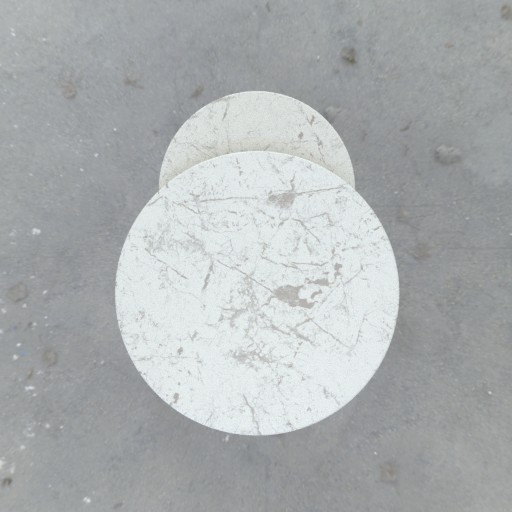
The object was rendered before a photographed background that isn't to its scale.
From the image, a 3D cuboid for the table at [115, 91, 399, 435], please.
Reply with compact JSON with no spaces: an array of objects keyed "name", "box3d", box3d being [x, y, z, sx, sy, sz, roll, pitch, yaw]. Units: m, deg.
[{"name":"table","box3d":[0.000,0.000,0.899,0.400,0.550,0.507,0,90,0]}]
